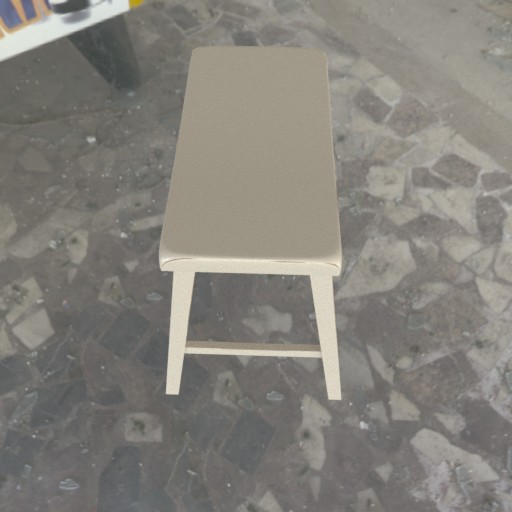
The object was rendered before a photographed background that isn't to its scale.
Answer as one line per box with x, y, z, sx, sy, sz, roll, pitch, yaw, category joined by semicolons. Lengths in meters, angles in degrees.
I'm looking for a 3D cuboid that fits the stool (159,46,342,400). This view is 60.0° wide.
0.000;0.000;1.001;0.476;0.737;0.457;2;60;1;stool
